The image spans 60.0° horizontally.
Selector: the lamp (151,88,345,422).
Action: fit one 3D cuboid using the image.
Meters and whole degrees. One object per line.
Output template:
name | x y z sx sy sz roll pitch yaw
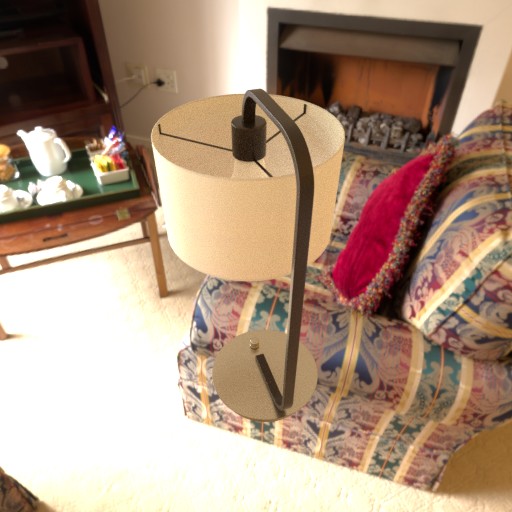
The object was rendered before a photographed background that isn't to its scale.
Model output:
lamp | 0.000 0.000 0.629 0.230 0.473 0.288 -13 42 -14
